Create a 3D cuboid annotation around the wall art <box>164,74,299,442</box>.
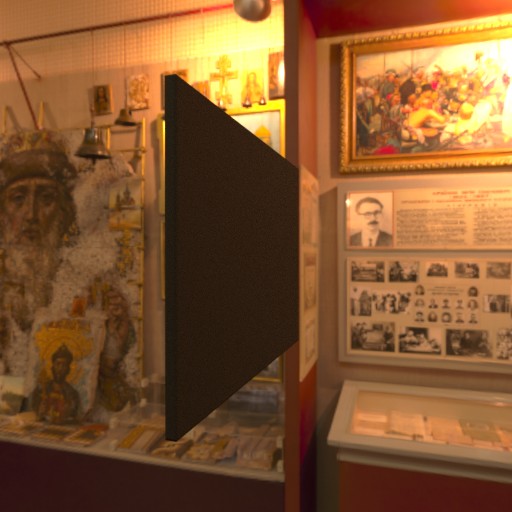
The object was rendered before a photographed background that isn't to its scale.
[{"bbox_3d":[0.000,0.000,1.247,0.026,0.656,0.958,0,1,19],"label":"wall art"}]
